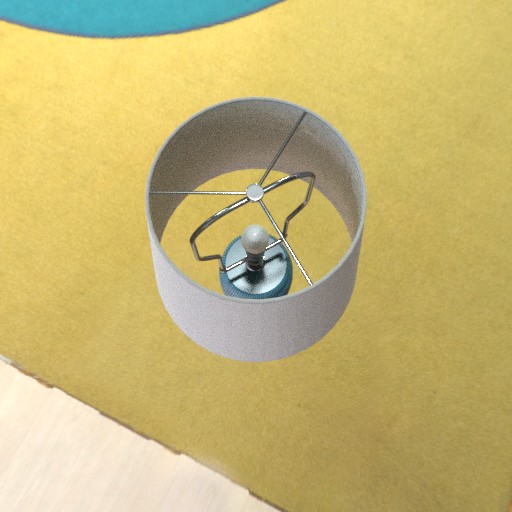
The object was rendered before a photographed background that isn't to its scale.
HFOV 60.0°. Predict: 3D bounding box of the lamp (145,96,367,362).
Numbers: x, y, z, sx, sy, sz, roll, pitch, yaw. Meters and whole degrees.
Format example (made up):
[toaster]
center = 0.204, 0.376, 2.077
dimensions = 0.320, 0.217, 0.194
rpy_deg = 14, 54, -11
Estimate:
[lamp]
center = 0.000, 0.000, 0.546
dimensions = 0.254, 0.392, 0.254
rpy_deg = 0, 75, 0
